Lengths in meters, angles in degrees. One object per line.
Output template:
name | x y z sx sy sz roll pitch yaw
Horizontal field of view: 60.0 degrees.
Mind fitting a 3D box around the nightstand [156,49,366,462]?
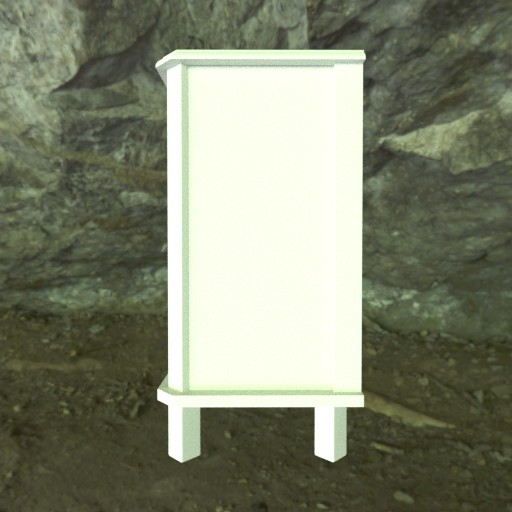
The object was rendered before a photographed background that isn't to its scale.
nightstand | 0.000 0.000 0.935 0.351 0.681 0.435 0 1 0
